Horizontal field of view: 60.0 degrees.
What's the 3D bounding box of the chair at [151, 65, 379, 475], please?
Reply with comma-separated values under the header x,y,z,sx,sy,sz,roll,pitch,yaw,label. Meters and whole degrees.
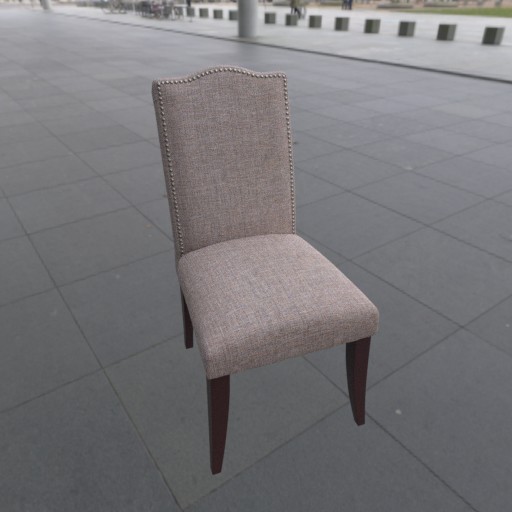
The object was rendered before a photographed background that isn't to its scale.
x,y,z,sx,sy,sz,roll,pitch,yaw,label
0.000,0.000,1.371,0.513,1.016,0.660,-11,33,-17,chair
